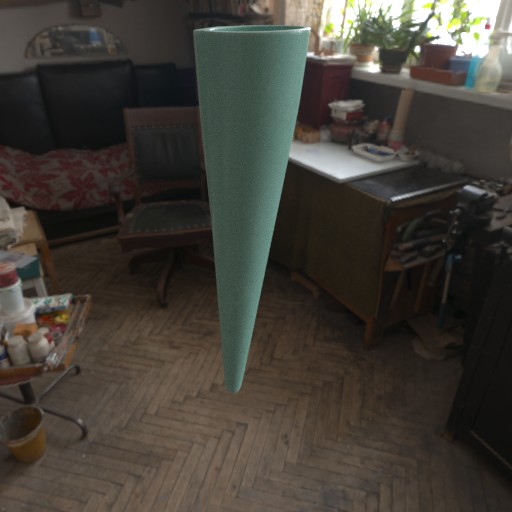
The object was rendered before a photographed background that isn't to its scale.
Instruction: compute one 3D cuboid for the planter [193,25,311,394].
[{"bbox_3d":[0.000,0.000,0.291,0.055,0.268,0.054,11,32,17],"label":"planter"}]
